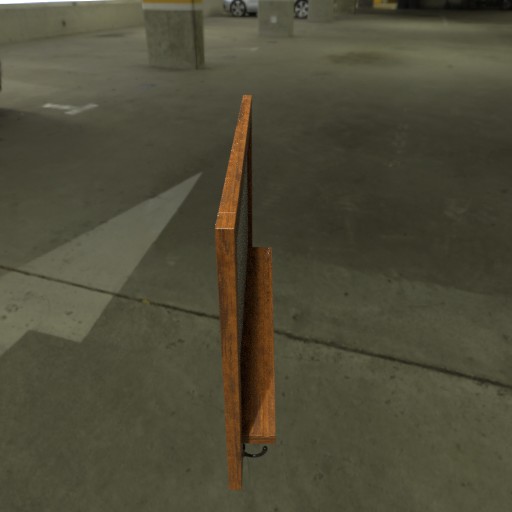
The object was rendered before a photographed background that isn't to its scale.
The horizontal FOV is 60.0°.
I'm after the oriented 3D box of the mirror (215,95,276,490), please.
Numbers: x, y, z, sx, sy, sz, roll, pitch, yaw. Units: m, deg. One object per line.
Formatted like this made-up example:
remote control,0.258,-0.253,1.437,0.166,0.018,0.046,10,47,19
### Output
mirror,0.000,0.000,0.989,0.084,0.537,0.758,1,31,1
